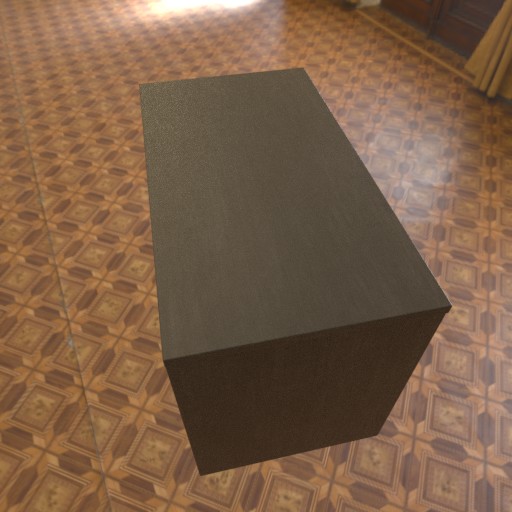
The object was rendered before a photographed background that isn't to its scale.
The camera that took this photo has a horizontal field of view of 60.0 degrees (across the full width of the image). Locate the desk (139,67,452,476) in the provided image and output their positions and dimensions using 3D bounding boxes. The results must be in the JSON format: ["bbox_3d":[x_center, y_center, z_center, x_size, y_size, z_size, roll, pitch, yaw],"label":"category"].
[{"bbox_3d":[0.000,0.000,1.517,0.600,0.750,1.100,-9,49,-8],"label":"desk"}]
